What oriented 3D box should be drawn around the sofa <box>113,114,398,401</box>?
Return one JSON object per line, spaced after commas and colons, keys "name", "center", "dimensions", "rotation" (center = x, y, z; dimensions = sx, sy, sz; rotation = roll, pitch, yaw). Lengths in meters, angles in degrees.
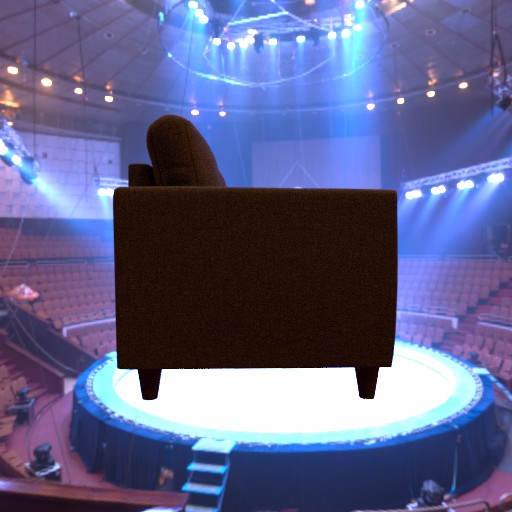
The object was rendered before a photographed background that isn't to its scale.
{"name": "sofa", "center": [0.000, 0.000, 1.979], "dimensions": [0.851, 0.885, 1.423], "rotation": [0, 0, -1]}
